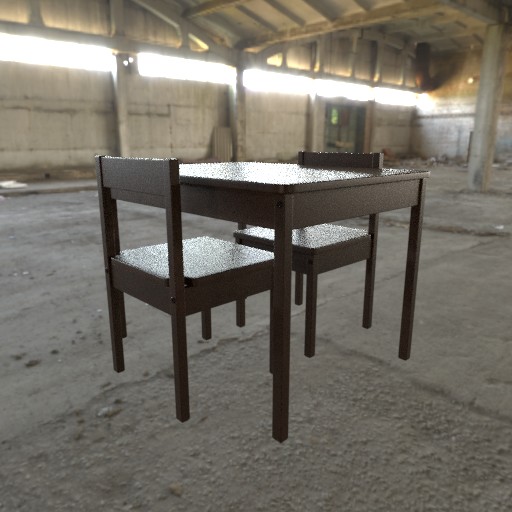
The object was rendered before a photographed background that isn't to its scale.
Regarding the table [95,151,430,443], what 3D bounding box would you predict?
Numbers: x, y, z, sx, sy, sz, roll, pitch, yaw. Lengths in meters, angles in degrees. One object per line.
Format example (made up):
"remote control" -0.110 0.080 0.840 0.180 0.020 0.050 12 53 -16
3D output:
"table" 0.000 0.000 1.121 0.672 0.503 0.650 -13 20 -42
